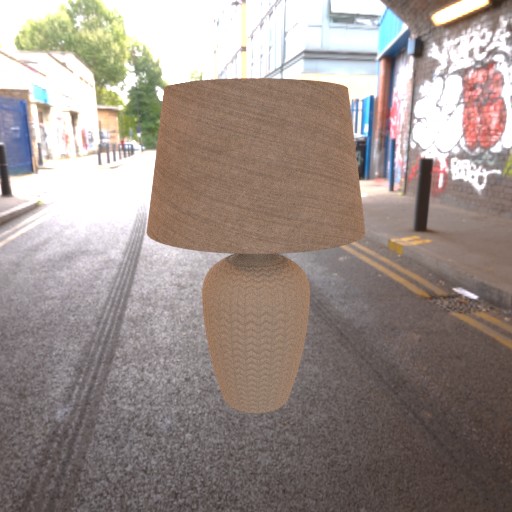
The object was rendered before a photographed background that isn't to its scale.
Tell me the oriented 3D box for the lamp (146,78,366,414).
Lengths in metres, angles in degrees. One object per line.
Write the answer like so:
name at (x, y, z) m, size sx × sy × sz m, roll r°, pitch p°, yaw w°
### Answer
lamp at (0.000, 0.000, 0.824) m, size 0.390 × 0.580 × 0.390 m, roll 0°, pitch 15°, yaw 0°
